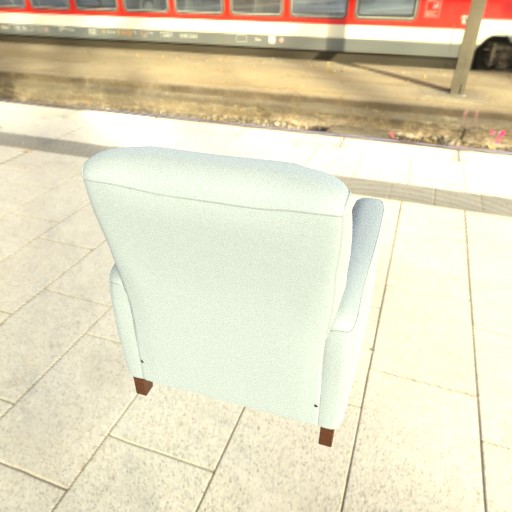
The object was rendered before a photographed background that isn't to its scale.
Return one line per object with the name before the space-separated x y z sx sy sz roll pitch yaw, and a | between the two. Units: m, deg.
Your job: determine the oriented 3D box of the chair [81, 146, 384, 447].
chair | 0.000 0.000 1.611 0.853 1.007 0.846 10 35 15
